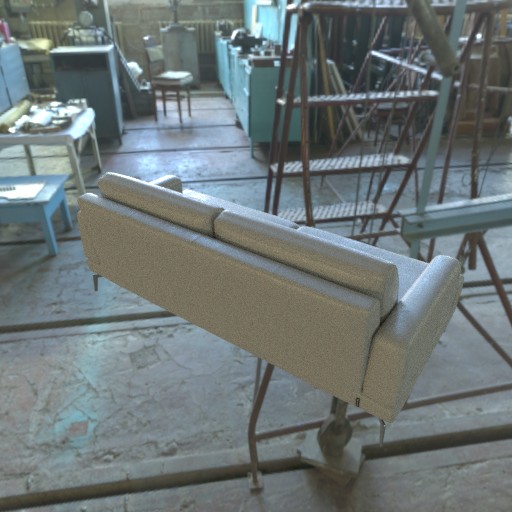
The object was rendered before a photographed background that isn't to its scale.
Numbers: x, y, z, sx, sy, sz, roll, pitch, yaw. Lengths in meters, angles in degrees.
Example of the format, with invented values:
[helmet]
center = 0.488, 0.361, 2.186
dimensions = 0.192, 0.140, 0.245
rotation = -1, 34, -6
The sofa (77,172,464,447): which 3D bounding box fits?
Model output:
[sofa]
center = 0.000, 0.000, 2.380
dimensions = 1.940, 0.765, 0.974
rotation = 20, 37, 30
